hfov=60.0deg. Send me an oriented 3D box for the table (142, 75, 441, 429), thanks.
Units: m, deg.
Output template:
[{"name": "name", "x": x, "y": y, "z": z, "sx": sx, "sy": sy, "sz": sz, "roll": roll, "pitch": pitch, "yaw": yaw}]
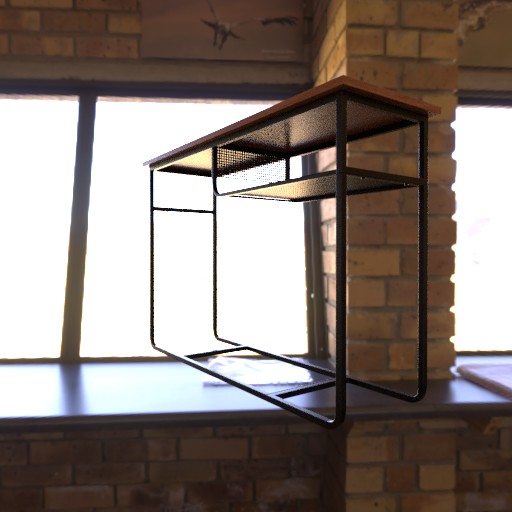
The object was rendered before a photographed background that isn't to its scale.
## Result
[{"name": "table", "x": 0.000, "y": 0.000, "z": 1.455, "sx": 0.350, "sy": 0.750, "sz": 1.100, "roll": 0, "pitch": 1, "yaw": -36}]
